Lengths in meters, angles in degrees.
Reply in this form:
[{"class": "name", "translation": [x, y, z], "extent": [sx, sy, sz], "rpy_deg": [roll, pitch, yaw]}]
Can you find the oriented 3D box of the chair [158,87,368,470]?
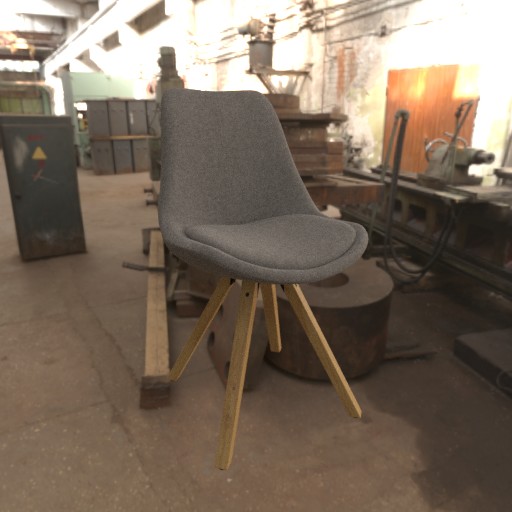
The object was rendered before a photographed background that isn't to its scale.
[{"class": "chair", "translation": [0.000, 0.000, 1.185], "extent": [0.483, 0.865, 0.550], "rpy_deg": [-9, 19, -27]}]
